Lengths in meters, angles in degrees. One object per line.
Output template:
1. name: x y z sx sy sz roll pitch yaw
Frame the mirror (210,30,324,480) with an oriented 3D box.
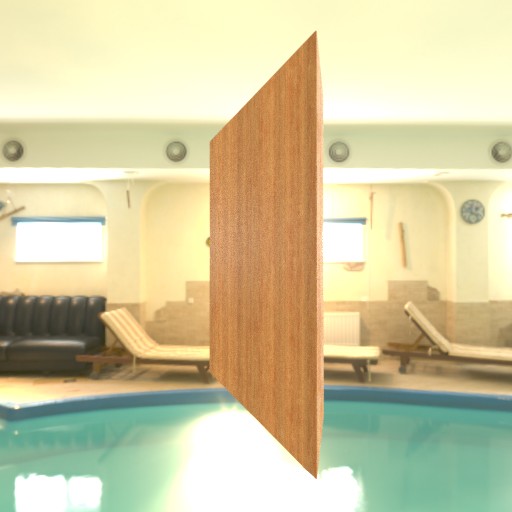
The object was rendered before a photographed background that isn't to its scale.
1. mirror: 0.000 0.000 0.954 0.047 0.651 0.651 0 0 -20
